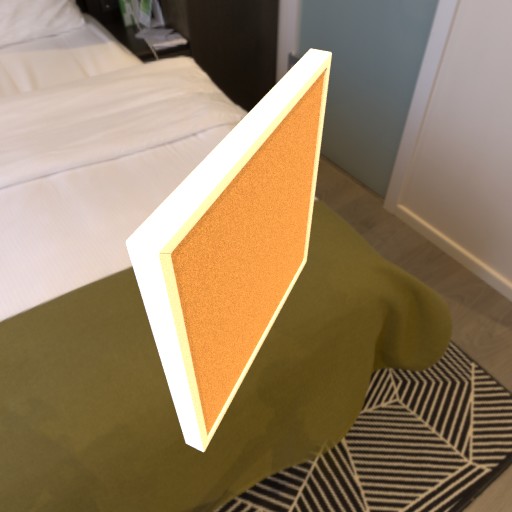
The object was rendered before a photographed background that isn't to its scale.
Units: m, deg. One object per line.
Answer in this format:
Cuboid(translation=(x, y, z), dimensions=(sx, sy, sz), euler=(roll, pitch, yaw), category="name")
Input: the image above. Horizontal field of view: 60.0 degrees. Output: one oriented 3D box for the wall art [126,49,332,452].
Cuboid(translation=(0.000, 0.000, 0.761), dimensions=(0.038, 0.508, 0.508), euler=(19, 49, 17), category="wall art")
